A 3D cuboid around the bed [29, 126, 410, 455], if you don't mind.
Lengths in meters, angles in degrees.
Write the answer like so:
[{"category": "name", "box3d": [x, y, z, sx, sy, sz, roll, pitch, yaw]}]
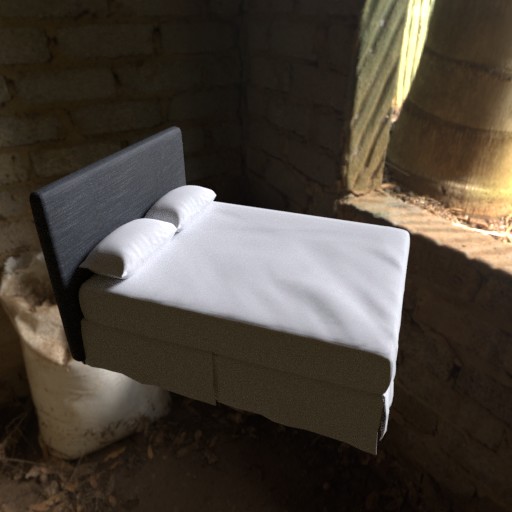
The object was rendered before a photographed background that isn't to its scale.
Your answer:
[{"category": "bed", "box3d": [0.000, 0.000, 3.172, 2.142, 1.330, 1.723, 10, 31, 17]}]
